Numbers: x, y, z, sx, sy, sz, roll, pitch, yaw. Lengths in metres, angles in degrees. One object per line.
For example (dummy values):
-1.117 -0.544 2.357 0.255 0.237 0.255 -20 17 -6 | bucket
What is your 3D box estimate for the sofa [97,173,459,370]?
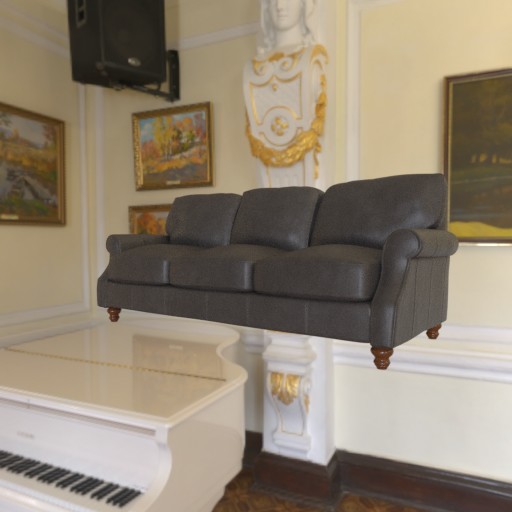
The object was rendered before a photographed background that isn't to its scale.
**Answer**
0.000 0.000 2.945 2.387 0.977 0.974 1 2 37 | sofa
